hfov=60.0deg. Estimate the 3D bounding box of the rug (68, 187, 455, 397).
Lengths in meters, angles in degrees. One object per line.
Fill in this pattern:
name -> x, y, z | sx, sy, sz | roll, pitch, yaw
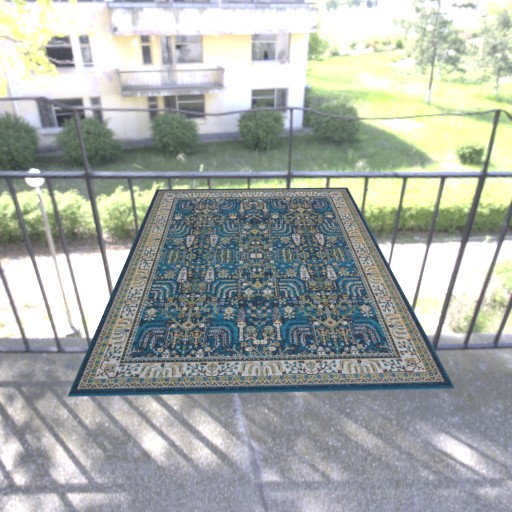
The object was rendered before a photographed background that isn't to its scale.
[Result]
rug -> 0.000, 0.000, 3.846 | 2.226, 0.015, 3.044 | -1, 31, -1
